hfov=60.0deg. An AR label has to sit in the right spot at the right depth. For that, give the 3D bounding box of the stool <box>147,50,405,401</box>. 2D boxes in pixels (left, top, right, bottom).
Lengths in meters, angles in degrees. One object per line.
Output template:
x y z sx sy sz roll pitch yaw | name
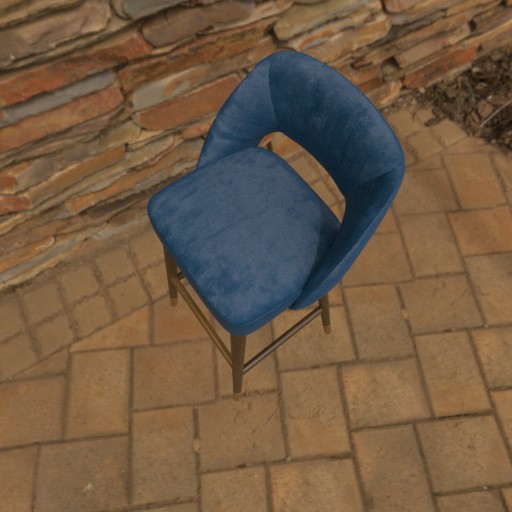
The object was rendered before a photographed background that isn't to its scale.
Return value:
0.000 0.000 1.298 0.515 1.016 0.514 -33 68 -15 | stool
